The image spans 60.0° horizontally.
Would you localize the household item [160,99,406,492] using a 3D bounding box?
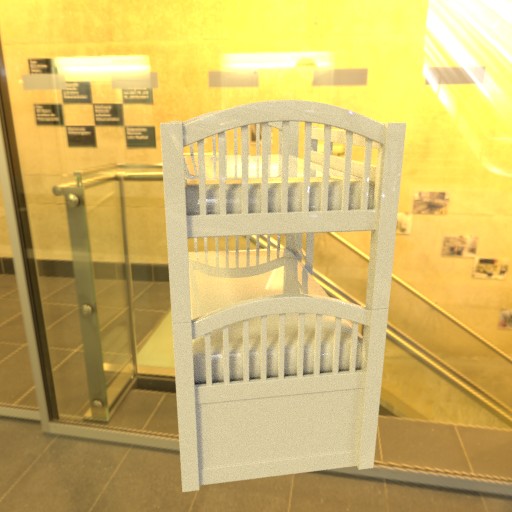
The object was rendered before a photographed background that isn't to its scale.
[{"bbox_3d":[0.000,0.000,3.170,1.143,2.032,2.032,-3,17,-9],"label":"household item"}]
